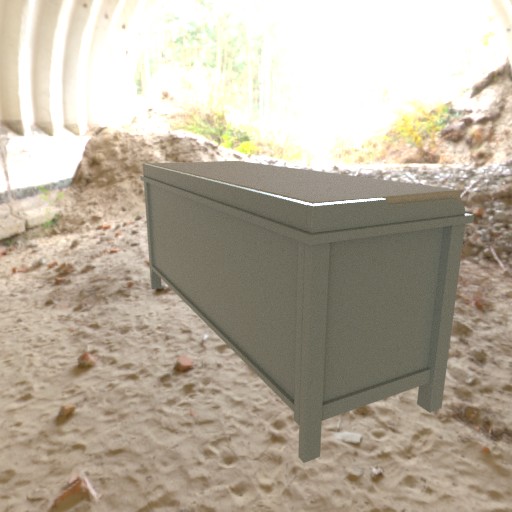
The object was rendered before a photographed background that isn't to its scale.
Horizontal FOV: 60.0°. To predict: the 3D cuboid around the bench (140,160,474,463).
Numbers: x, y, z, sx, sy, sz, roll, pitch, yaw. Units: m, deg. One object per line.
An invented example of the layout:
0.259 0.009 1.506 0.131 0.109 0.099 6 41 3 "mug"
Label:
0.000 0.000 1.347 0.398 0.501 1.140 -8 18 -27 "bench"
